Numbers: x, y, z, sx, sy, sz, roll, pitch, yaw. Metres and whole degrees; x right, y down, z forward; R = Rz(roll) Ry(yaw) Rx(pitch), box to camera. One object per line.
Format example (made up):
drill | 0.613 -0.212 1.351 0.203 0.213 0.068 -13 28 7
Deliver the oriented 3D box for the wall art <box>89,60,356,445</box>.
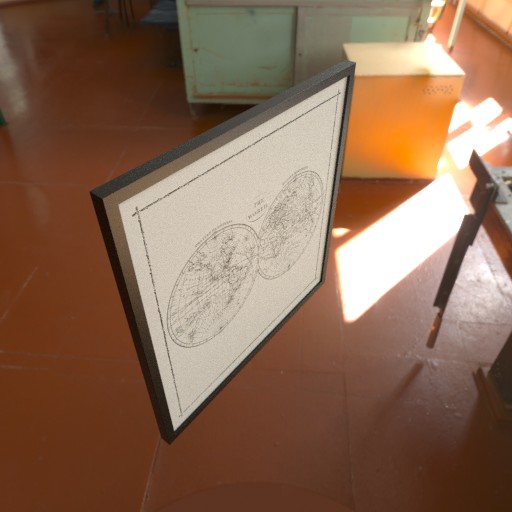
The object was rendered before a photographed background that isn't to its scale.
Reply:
wall art | 0.000 0.000 1.145 0.031 0.775 0.773 27 48 28
